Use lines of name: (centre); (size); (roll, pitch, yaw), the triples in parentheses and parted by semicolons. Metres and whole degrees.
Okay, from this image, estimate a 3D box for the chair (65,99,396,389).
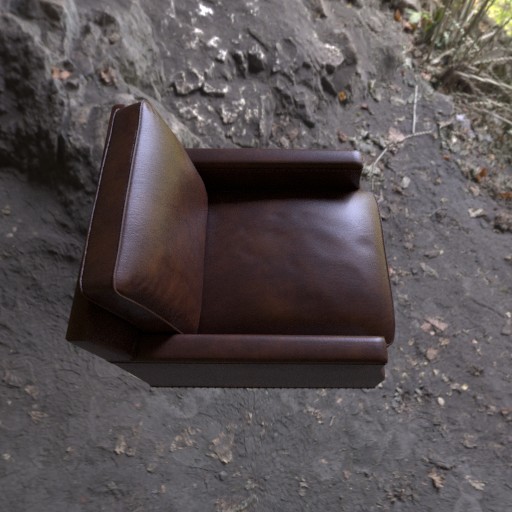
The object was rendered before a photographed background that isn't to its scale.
chair: (0.000, 0.000, 1.658); (1.014, 0.929, 0.853); (0, 63, 0)
